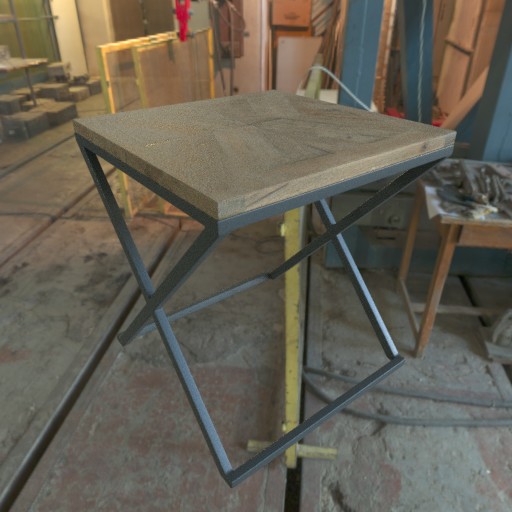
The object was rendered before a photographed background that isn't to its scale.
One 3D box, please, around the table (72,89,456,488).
[{"bbox_3d":[0.000,0.000,0.940,0.499,0.550,0.498,-22,37,-32],"label":"table"}]
